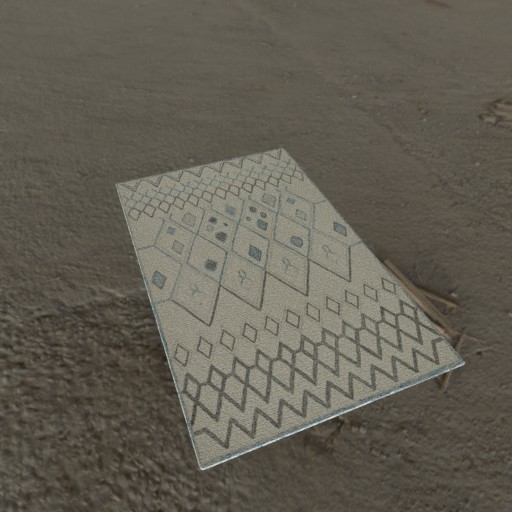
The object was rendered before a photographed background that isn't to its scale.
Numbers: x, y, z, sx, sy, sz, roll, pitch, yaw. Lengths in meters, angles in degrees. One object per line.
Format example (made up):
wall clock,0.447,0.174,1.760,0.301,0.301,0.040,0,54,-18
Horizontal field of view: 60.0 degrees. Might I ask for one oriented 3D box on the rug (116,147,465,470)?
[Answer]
rug,0.000,0.000,3.055,1.524,0.015,2.439,-16,47,-15
